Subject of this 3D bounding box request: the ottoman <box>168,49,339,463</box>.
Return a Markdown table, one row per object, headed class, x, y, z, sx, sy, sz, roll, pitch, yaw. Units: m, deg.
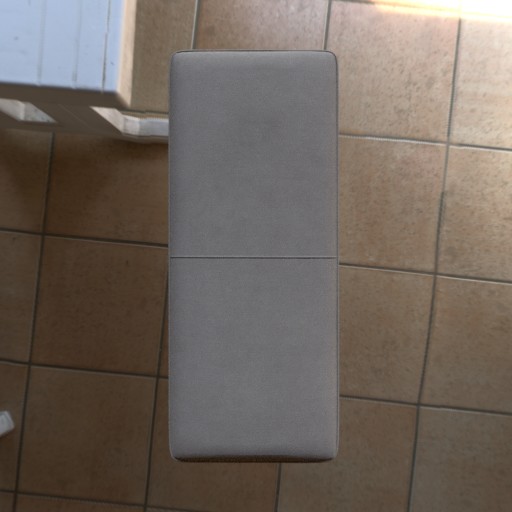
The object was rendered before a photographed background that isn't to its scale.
| class | x | y | z | sx | sy | sz | roll | pitch | yaw |
| --- | --- | --- | --- | --- | --- | --- | --- | --- | --- |
| ottoman | 0.000 | 0.000 | 1.998 | 0.735 | 0.460 | 1.726 | 0 | 90 | 1 |
